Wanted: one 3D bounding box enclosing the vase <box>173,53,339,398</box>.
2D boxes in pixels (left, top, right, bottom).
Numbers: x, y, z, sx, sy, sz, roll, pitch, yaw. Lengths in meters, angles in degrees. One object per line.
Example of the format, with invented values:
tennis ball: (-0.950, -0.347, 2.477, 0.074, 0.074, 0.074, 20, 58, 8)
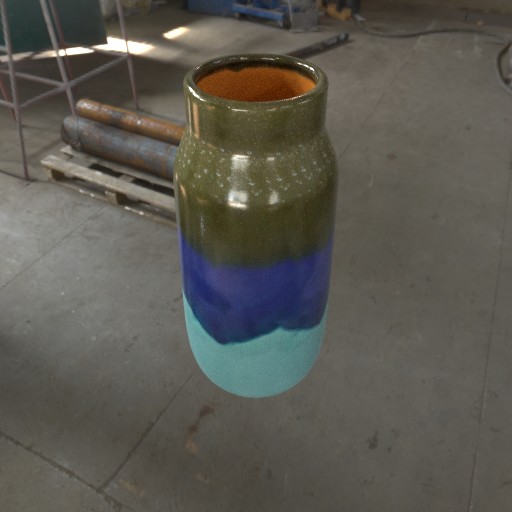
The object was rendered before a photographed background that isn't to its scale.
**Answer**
vase: (0.000, 0.000, 0.388, 0.139, 0.313, 0.139, 0, 42, 0)
